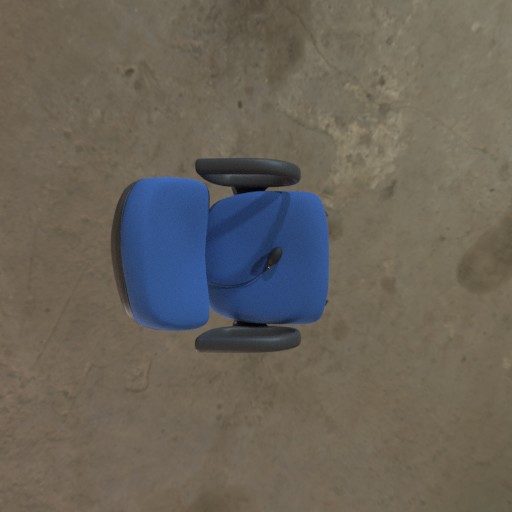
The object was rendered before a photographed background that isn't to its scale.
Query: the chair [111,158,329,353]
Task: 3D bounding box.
[{"bbox_3d":[0.000,0.000,1.223,0.549,0.905,0.552,0,89,-1],"label":"chair"}]
